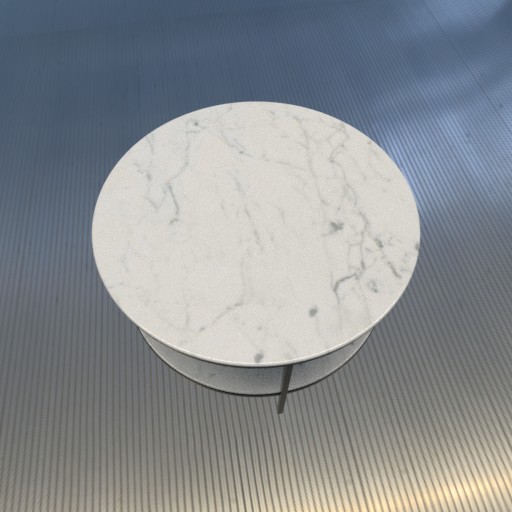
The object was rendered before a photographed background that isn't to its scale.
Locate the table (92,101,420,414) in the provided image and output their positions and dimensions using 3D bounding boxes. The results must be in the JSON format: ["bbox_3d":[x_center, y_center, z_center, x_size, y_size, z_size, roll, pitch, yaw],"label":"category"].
[{"bbox_3d":[0.000,0.000,1.287,0.800,0.450,0.800,0,58,0],"label":"table"}]
